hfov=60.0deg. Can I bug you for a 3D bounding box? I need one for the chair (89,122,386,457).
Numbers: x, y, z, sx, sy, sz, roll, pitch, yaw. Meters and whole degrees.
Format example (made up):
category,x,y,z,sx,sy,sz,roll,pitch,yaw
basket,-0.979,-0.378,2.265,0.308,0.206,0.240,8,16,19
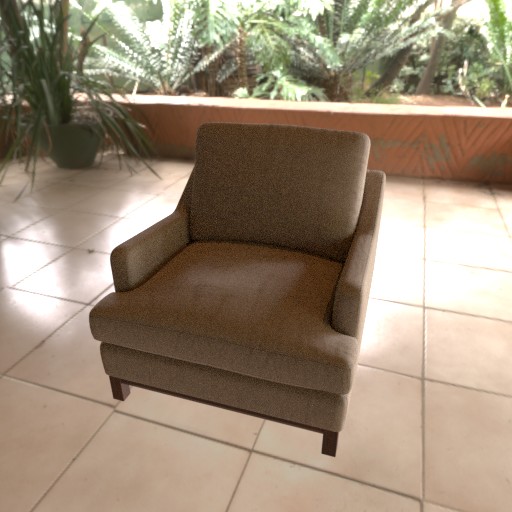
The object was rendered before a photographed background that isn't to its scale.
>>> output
category,x,y,z,sx,sy,sz,roll,pitch,yaw
chair,0.000,0.000,1.767,0.912,0.916,1.001,8,28,16
